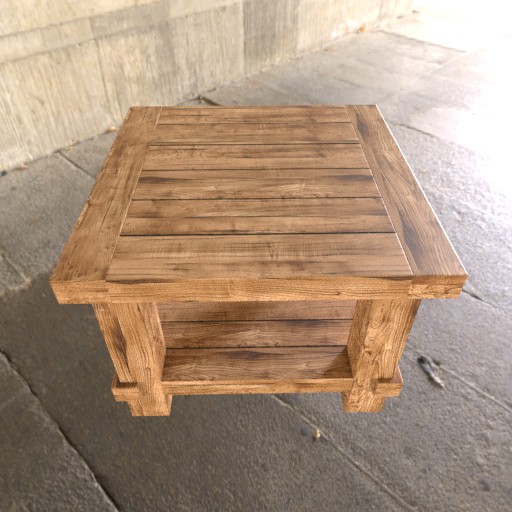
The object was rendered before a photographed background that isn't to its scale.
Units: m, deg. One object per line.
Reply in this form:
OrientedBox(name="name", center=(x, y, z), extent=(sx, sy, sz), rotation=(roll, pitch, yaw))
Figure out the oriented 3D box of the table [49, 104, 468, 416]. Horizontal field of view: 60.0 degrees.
OrientedBox(name="table", center=(0.000, 0.000, 1.023), extent=(0.610, 0.457, 0.610), rotation=(-1, 42, -1))
